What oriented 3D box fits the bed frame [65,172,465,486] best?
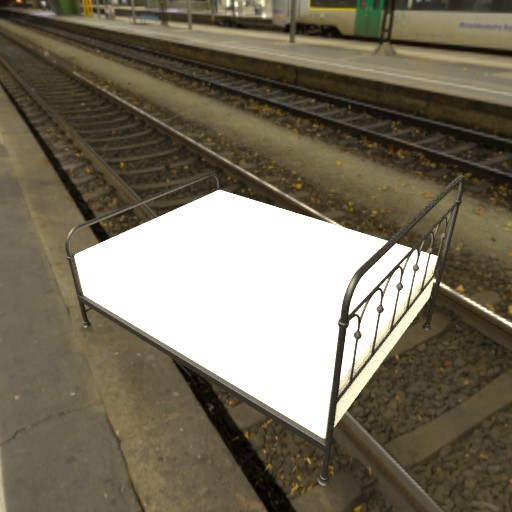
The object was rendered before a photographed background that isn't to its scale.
[{"bbox_3d":[0.000,0.000,3.153,2.203,1.276,1.664,21,36,32],"label":"bed frame"}]
